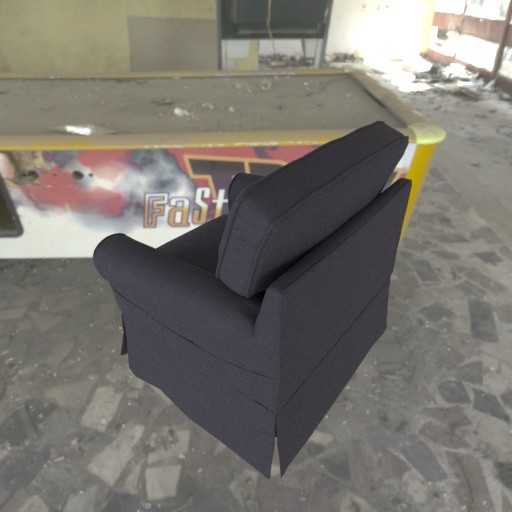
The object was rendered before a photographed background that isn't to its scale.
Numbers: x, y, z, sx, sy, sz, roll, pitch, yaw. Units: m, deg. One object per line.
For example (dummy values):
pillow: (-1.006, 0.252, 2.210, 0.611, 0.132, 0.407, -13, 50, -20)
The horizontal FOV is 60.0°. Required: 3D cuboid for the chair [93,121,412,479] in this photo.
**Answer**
chair: (0.000, 0.000, 1.995, 1.002, 1.140, 1.119, 21, 37, 30)
